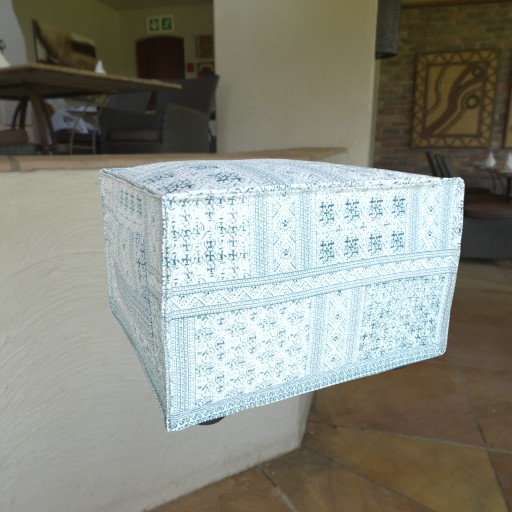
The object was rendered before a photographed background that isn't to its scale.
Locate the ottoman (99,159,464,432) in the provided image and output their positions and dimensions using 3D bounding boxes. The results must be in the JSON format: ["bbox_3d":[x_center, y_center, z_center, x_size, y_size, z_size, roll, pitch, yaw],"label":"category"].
[{"bbox_3d":[0.000,0.000,1.037,0.626,0.439,0.617,-7,16,-25],"label":"ottoman"}]
